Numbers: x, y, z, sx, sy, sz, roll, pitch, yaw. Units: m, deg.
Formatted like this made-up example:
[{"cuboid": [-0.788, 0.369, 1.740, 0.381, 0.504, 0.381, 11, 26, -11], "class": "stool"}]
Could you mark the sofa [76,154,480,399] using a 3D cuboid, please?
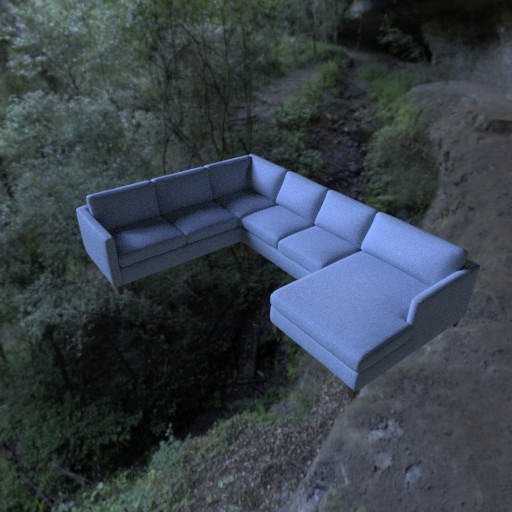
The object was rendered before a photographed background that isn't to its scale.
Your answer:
[{"cuboid": [0.000, 0.000, 4.572, 2.551, 0.889, 3.403, -22, 38, -31], "class": "sofa"}]
